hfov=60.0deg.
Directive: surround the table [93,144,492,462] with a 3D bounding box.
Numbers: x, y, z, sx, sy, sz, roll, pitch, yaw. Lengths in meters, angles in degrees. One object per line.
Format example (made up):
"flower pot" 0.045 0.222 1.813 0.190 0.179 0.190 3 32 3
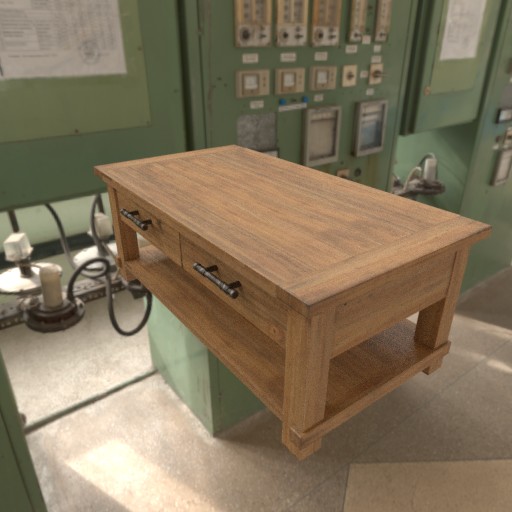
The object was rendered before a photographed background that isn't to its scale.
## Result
"table" 0.000 0.000 1.599 0.693 0.494 1.270 -18 32 -32
